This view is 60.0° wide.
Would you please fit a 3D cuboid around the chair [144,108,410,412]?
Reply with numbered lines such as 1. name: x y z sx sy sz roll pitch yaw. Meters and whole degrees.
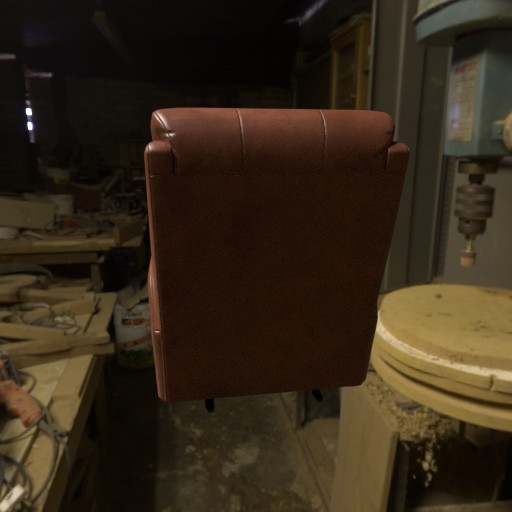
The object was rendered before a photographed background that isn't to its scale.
1. chair: 0.000 0.000 1.701 0.787 1.016 0.939 -2 14 -9
